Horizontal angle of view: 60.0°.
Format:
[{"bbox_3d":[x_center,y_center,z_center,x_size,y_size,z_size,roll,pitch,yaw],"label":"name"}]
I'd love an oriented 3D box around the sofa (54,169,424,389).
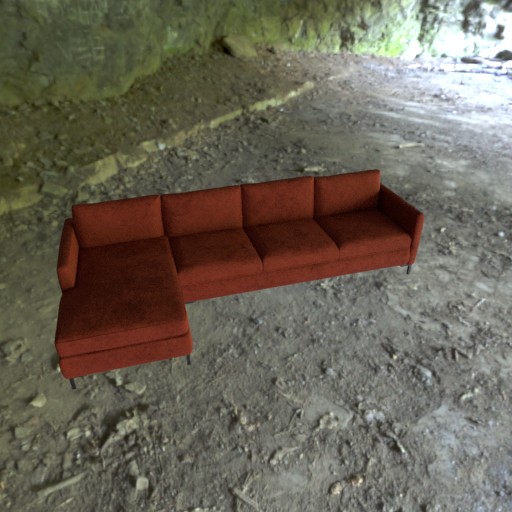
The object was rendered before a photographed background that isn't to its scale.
[{"bbox_3d":[0.000,0.000,2.971,2.467,0.663,1.136,-9,33,-14],"label":"sofa"}]
